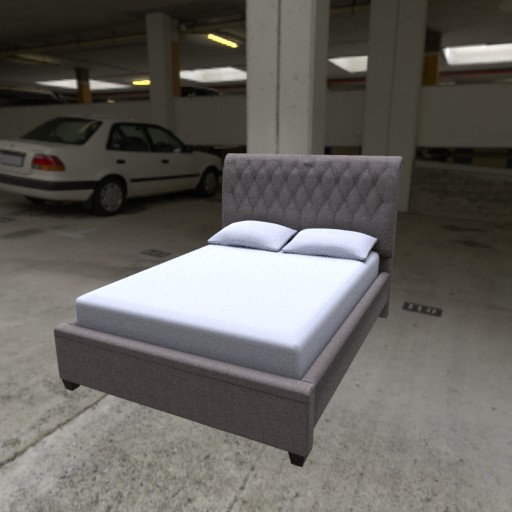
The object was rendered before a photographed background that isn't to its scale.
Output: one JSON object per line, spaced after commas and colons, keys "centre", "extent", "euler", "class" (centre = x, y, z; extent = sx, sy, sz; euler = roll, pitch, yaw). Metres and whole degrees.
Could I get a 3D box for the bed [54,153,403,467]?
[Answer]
{"centre": [0.000, 0.000, 3.228], "extent": [1.645, 1.371, 2.252], "euler": [7, 16, 25], "class": "bed"}
